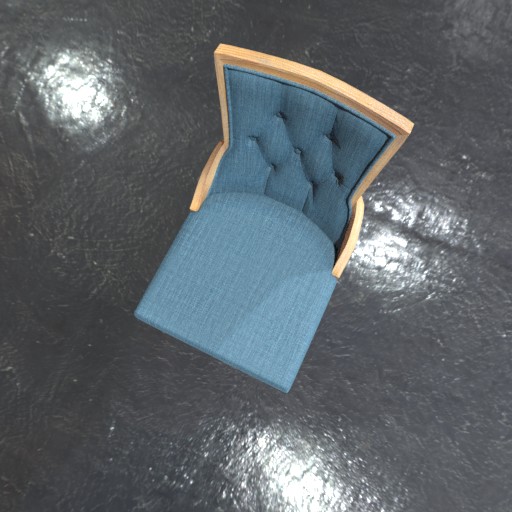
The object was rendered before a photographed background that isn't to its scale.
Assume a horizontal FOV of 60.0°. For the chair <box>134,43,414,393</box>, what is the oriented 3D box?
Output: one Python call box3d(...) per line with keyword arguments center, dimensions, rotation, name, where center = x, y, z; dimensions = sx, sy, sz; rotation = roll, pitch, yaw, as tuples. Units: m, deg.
box3d(center=(0.000, 0.000, 1.336), dimensions=(0.524, 0.947, 0.641), rotation=(25, 76, 6), name="chair")
